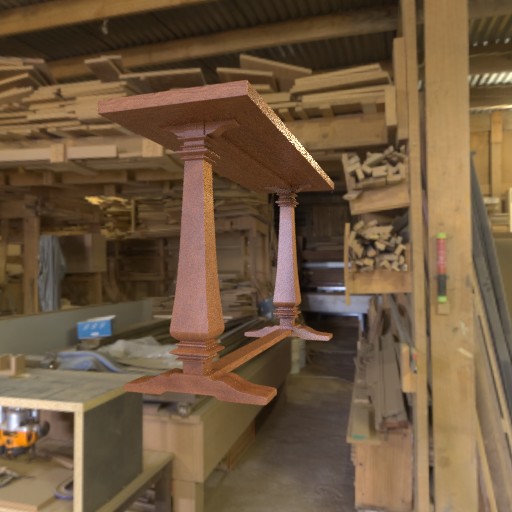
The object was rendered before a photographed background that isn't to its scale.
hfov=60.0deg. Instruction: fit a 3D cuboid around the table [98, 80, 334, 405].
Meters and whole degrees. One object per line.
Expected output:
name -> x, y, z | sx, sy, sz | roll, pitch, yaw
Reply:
table -> 0.000, 0.000, 1.872 | 0.461, 0.852, 1.478 | 0, -1, 18
